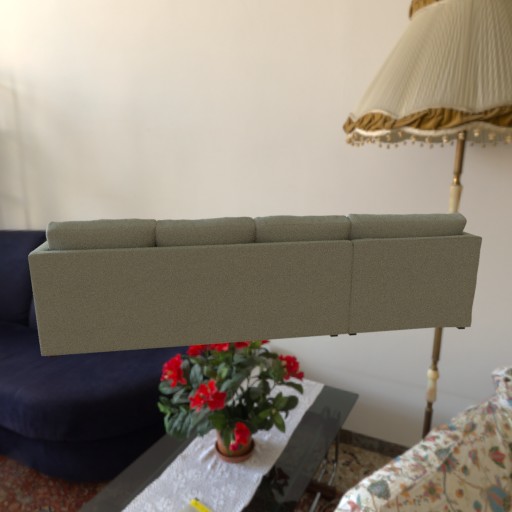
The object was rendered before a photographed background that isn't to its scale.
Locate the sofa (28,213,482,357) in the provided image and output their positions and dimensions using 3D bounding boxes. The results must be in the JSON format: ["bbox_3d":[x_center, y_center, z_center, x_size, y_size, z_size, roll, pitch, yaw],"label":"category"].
[{"bbox_3d":[0.000,0.000,3.883,3.205,0.922,1.650,-2,15,-9],"label":"sofa"}]
